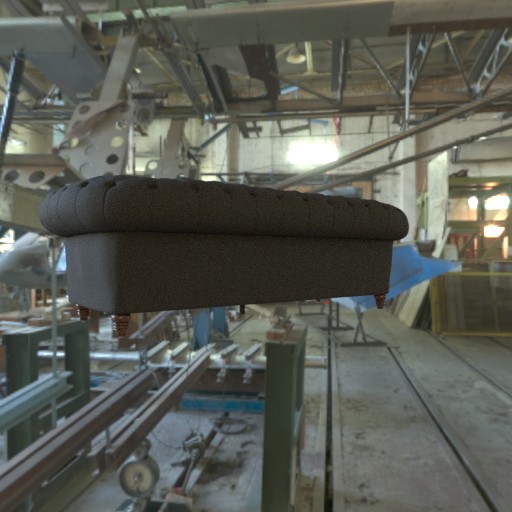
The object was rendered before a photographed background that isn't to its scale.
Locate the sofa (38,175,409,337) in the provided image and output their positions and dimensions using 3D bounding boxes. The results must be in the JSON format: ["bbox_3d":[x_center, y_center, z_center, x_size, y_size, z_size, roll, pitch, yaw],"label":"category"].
[{"bbox_3d":[0.000,0.000,2.793,2.362,0.762,0.991,0,0,-36],"label":"sofa"}]
